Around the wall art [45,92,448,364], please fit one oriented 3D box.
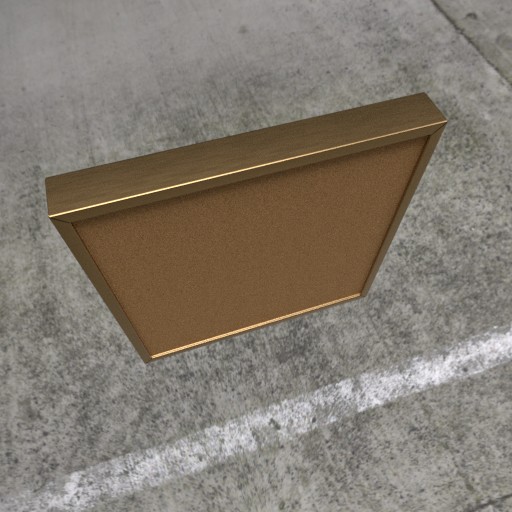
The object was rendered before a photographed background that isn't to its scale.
[{"bbox_3d":[0.000,0.000,0.460,0.305,0.305,0.037,-15,59,-9],"label":"wall art"}]
